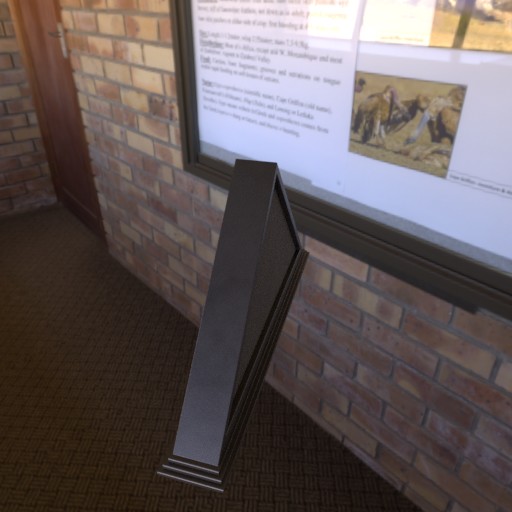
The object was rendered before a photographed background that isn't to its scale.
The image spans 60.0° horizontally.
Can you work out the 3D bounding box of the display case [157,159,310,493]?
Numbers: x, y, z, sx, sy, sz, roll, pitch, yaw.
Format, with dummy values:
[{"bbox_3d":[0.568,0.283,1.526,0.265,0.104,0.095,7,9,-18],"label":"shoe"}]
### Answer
[{"bbox_3d":[0.000,0.000,0.766,0.095,0.340,0.640,8,32,14],"label":"display case"}]
